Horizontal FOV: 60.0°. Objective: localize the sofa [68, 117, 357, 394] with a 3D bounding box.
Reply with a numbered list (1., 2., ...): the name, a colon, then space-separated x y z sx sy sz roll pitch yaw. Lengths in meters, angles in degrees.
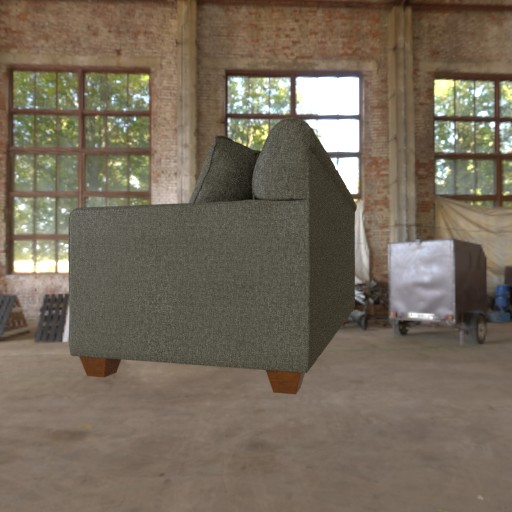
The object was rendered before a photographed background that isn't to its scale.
1. sofa: 0.000 0.000 2.534 0.997 0.958 2.024 0 -1 17
